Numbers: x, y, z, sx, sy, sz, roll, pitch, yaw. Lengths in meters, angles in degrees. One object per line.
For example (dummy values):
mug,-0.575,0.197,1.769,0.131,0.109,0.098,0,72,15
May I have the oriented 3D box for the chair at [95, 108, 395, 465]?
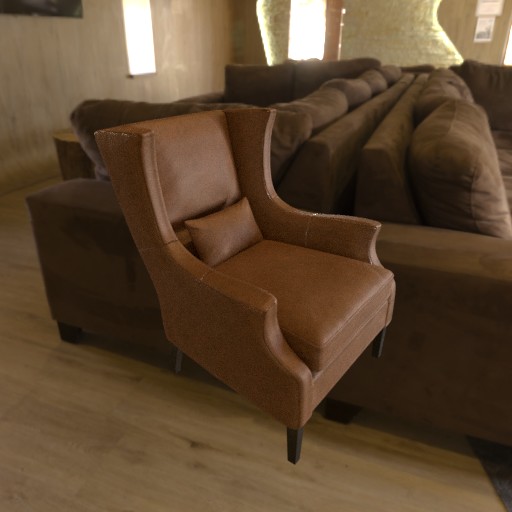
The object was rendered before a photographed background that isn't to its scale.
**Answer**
chair,0.000,0.000,1.740,0.925,1.016,0.852,18,31,33
